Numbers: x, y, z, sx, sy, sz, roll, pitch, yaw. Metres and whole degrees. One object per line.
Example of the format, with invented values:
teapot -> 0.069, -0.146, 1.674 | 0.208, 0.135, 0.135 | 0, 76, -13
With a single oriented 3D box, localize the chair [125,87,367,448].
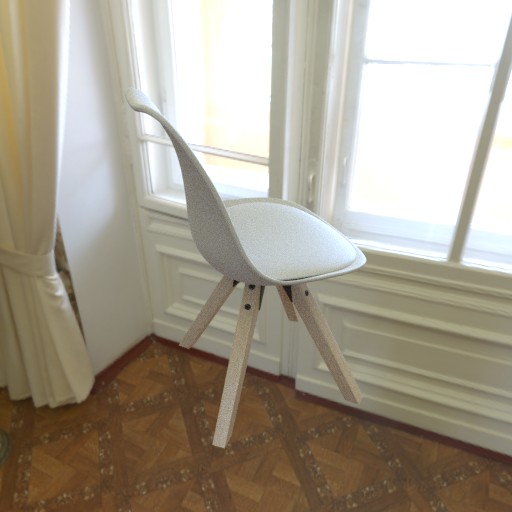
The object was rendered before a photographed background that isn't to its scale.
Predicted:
chair -> 0.000, 0.000, 1.183 | 0.550, 0.850, 0.485 | -11, 32, -18
